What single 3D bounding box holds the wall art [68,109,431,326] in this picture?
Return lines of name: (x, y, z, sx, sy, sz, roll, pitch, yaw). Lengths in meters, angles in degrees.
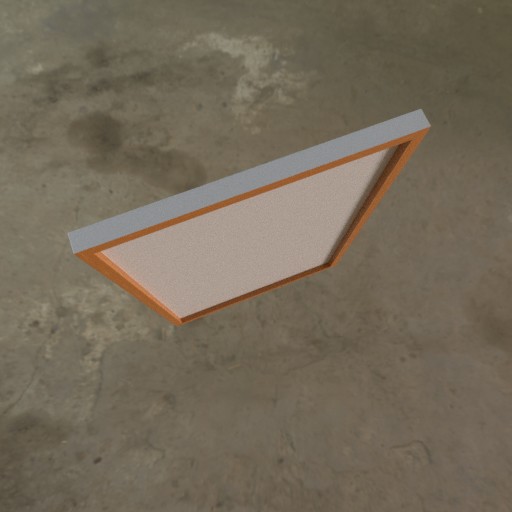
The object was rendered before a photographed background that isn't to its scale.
wall art: (0.000, 0.000, 1.149, 0.610, 0.916, 0.037, -20, 75, -6)
